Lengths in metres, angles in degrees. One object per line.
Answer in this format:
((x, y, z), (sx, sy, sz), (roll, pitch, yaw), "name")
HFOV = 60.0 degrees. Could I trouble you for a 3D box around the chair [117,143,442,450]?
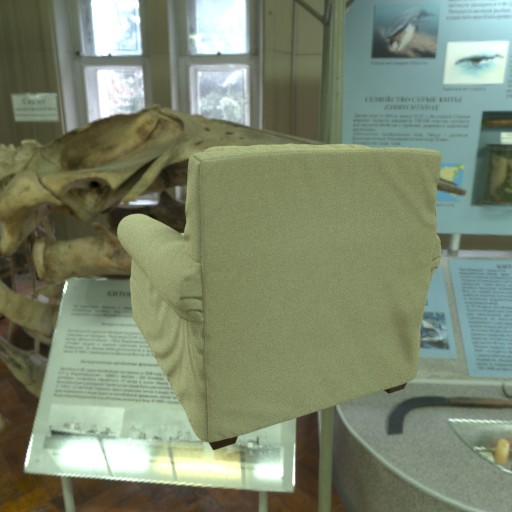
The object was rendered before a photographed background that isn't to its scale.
((0.000, 0.000, 1.745), (0.940, 0.866, 1.066), (-7, 17, -25), "chair")
